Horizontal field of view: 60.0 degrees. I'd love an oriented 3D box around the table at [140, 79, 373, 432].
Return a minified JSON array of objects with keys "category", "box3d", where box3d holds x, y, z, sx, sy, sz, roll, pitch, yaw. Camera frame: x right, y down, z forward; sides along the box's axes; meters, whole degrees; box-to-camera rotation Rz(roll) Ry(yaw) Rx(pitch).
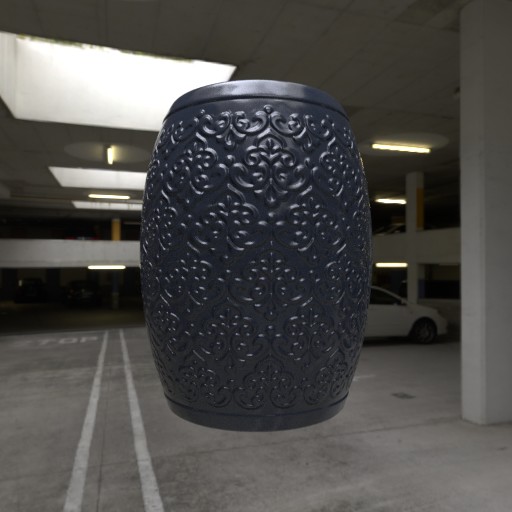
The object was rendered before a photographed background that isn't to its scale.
[{"category":"table","box3d":[0.000,0.000,0.608,0.309,0.397,0.309,0,-1,0]}]
